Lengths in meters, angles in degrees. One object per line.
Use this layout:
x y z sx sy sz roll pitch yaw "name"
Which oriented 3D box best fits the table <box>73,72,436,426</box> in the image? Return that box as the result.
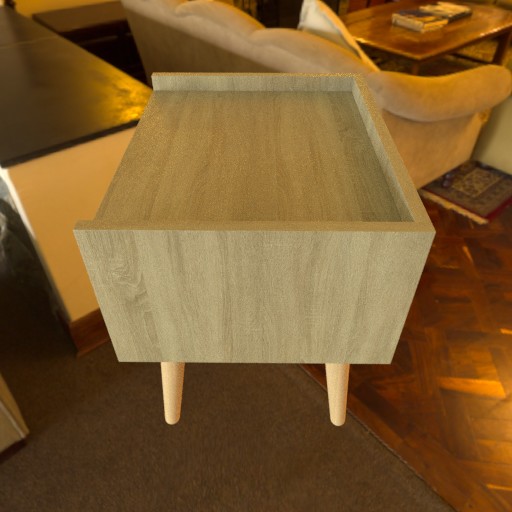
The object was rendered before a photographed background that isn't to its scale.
0.000 0.000 0.775 0.370 0.470 0.450 0 42 0 "table"
